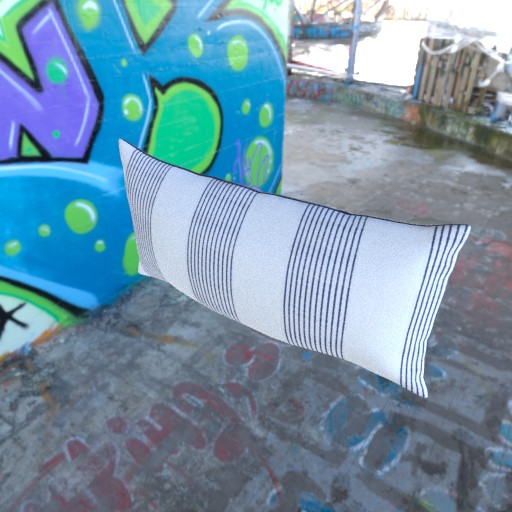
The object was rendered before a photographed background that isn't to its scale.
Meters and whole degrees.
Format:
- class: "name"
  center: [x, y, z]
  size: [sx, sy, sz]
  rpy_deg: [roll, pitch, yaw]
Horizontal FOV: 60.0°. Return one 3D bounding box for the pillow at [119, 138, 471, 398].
- class: "pillow"
  center: [0.000, 0.000, 0.727]
  size: [0.610, 0.287, 0.151]
  rpy_deg: [19, 36, 29]
